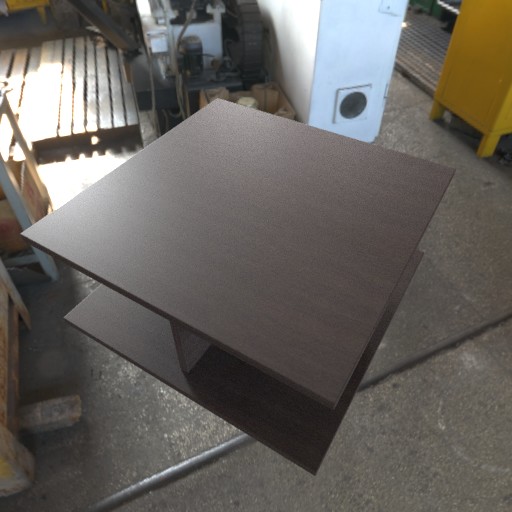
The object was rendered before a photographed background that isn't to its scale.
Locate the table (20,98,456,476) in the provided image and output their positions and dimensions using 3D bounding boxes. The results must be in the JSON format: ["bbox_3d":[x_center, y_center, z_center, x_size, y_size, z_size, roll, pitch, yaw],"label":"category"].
[{"bbox_3d":[0.000,0.000,1.211,0.762,0.396,0.762,24,50,21],"label":"table"}]
